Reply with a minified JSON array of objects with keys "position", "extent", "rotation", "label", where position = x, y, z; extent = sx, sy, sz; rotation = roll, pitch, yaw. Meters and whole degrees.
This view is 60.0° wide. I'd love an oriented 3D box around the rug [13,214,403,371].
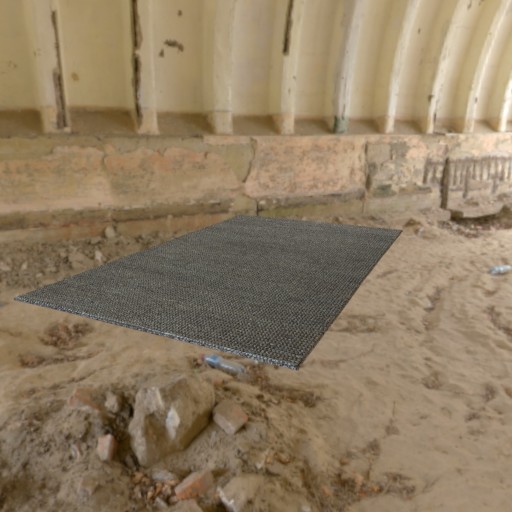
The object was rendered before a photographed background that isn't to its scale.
[{"position":[0.000,0.000,2.964],"extent":[1.538,0.021,2.443],"rotation":[8,18,25],"label":"rug"}]
